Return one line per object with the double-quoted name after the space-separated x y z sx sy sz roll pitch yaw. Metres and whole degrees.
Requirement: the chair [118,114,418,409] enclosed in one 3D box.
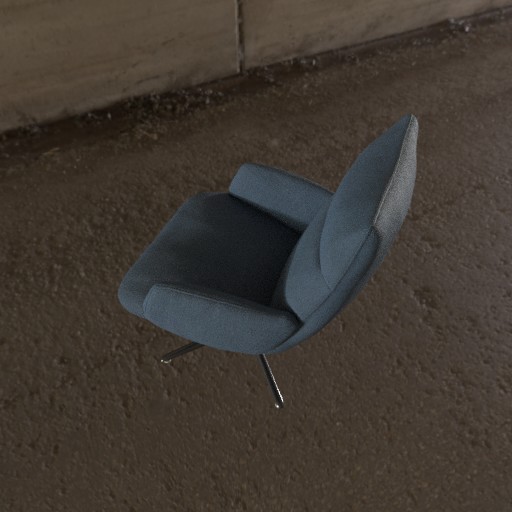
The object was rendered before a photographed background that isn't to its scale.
0.000 0.000 1.583 0.889 1.016 0.711 17 50 15 "chair"
